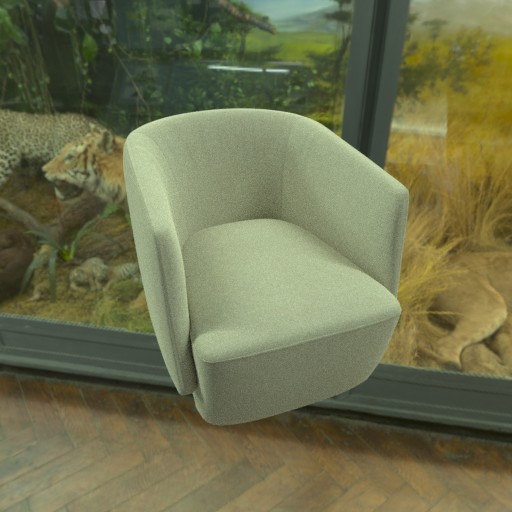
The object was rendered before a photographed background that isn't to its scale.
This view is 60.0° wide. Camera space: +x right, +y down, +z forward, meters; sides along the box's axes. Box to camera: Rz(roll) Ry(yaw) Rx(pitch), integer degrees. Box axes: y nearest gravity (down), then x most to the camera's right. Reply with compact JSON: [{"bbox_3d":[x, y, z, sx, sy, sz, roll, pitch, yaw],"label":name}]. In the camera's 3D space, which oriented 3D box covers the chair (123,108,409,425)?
[{"bbox_3d":[0.000,0.000,1.635,0.822,0.861,0.986,-11,32,-18],"label":"chair"}]
